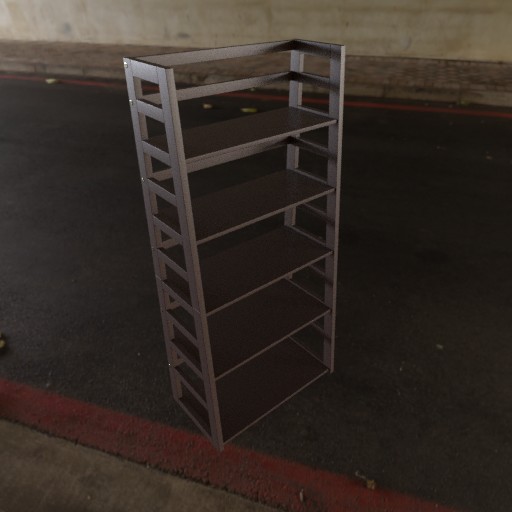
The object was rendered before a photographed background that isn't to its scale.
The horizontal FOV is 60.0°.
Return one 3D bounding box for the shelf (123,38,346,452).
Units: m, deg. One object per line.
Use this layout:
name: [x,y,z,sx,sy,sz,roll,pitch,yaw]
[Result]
shelf: [0.000,0.000,1.905,0.763,1.600,0.403,-24,40,-33]
